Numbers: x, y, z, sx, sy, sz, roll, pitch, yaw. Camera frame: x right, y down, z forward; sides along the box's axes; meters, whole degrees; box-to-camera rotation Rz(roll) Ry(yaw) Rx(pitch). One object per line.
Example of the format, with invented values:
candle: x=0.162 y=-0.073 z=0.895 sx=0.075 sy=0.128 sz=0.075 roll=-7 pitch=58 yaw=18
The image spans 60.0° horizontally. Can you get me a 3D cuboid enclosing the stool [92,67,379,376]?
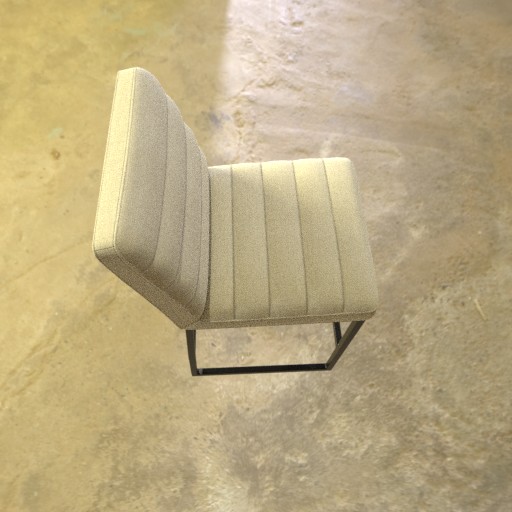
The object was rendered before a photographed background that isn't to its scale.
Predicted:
stool: x=0.000 y=0.000 z=1.236 sx=0.560 sy=0.940 sz=0.460 roll=-2 pitch=62 yaw=-1
